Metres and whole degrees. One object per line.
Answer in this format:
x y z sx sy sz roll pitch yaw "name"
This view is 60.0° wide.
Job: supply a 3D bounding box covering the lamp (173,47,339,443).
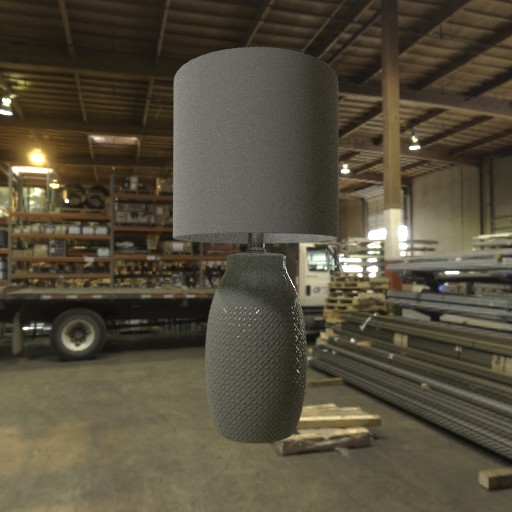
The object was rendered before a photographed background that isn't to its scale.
0.000 0.000 0.588 0.217 0.453 0.217 0 -2 -18 "lamp"
